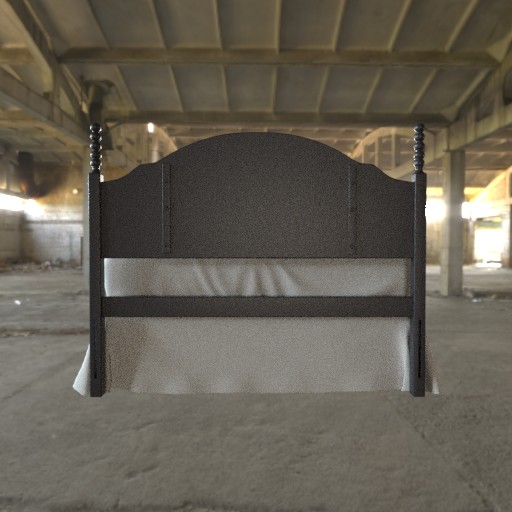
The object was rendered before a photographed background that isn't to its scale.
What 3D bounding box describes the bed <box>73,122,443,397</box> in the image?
[{"bbox_3d":[0.000,0.000,3.183,1.873,1.356,2.040,0,1,0],"label":"bed"}]
